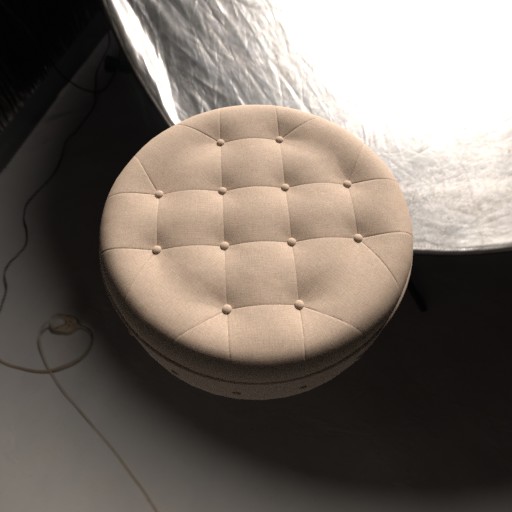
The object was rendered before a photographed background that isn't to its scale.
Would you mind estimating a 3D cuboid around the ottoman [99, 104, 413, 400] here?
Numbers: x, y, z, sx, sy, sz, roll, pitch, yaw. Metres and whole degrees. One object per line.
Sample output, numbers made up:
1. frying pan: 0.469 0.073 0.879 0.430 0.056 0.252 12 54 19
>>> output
1. ottoman: 0.000 0.000 1.362 0.848 0.494 0.848 0 62 0
